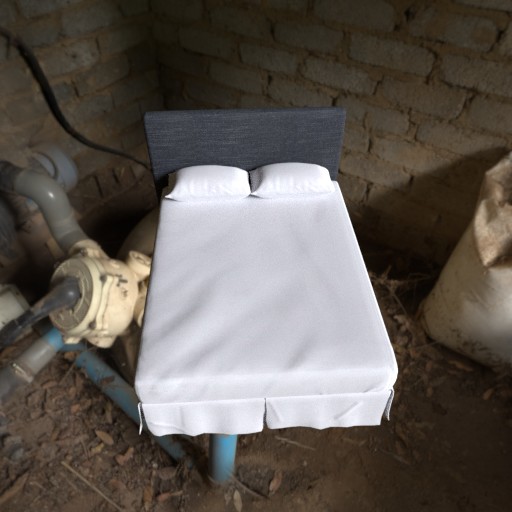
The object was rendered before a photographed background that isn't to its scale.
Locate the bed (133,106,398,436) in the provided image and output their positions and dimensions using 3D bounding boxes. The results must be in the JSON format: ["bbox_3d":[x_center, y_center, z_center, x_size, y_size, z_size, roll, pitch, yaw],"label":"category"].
[{"bbox_3d":[0.000,0.000,3.313,1.723,1.330,2.142,-2,45,-2],"label":"bed"}]
